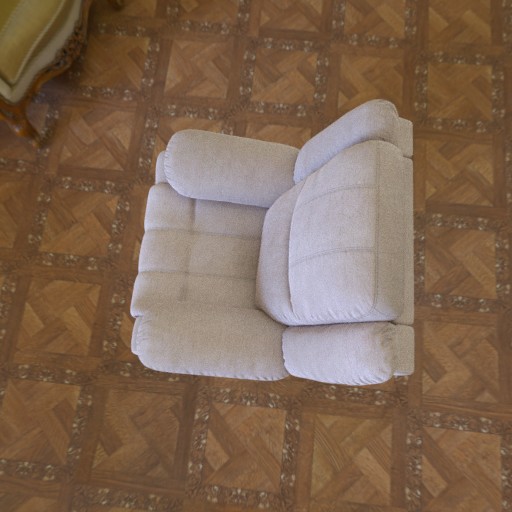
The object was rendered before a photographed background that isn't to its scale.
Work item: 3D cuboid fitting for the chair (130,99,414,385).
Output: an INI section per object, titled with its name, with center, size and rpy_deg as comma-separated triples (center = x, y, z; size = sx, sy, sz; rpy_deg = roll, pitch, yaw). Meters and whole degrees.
[chair]
center = 0.000, 0.000, 1.676
size = 0.944, 1.008, 0.899
rpy_deg = 5, 75, 1
